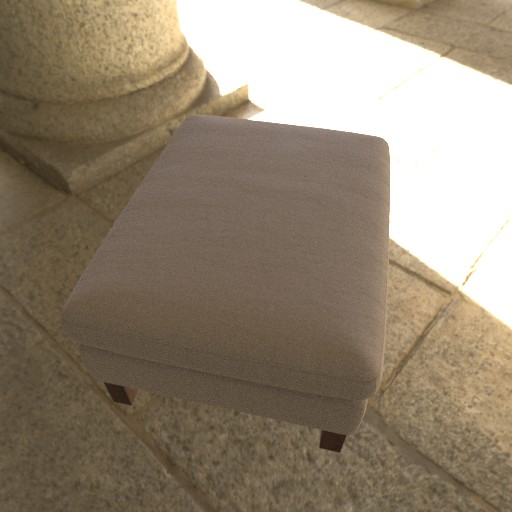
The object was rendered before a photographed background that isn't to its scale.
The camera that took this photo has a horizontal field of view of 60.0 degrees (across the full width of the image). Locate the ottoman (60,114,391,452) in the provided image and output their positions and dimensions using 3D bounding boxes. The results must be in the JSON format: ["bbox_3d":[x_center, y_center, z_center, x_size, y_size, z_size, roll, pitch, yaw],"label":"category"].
[{"bbox_3d":[0.000,0.000,1.118,0.606,0.420,0.771,9,47,9],"label":"ottoman"}]
